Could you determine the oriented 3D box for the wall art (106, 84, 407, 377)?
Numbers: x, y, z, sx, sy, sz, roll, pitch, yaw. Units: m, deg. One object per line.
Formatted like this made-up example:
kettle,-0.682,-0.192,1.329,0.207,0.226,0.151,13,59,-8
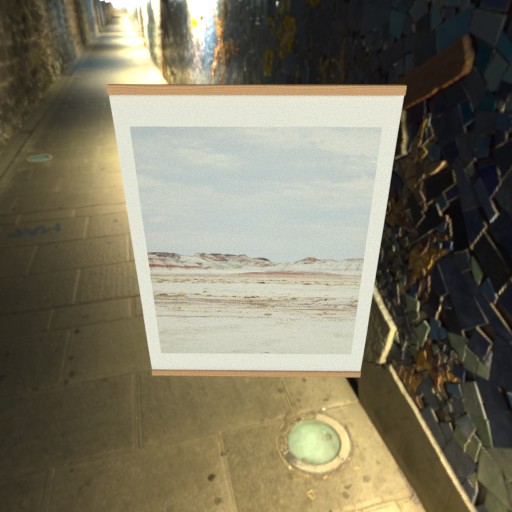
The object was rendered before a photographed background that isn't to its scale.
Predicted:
wall art,0.000,0.000,0.831,0.458,0.605,0.011,0,30,1
